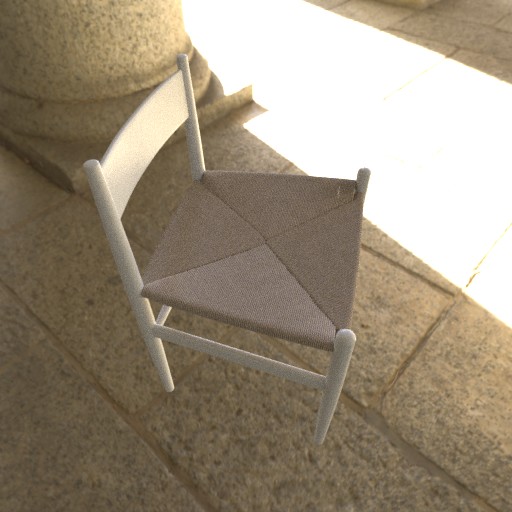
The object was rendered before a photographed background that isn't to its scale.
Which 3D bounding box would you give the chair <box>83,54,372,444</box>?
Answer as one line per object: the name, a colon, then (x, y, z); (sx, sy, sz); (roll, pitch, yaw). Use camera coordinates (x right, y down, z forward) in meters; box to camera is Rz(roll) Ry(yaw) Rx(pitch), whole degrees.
chair: (0.000, 0.000, 1.091); (0.495, 0.762, 0.556); (10, 47, 9)
